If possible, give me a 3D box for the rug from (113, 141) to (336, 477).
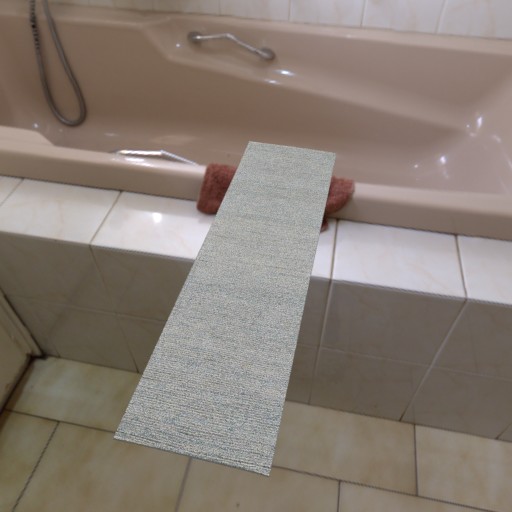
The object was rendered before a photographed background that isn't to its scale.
[{"bbox_3d":[0.000,0.000,2.594,0.675,0.037,2.341,10,48,9],"label":"rug"}]
